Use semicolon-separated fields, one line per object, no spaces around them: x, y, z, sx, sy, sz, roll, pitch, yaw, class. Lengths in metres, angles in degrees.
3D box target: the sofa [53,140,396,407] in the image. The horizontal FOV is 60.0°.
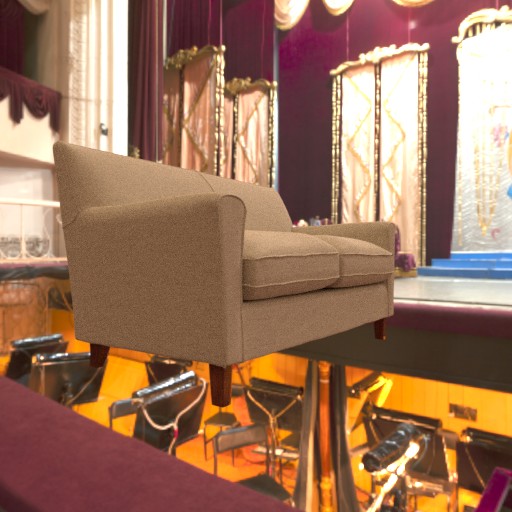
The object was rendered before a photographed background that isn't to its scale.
0.000;0.000;2.051;0.891;0.892;1.482;0;0;36;sofa
